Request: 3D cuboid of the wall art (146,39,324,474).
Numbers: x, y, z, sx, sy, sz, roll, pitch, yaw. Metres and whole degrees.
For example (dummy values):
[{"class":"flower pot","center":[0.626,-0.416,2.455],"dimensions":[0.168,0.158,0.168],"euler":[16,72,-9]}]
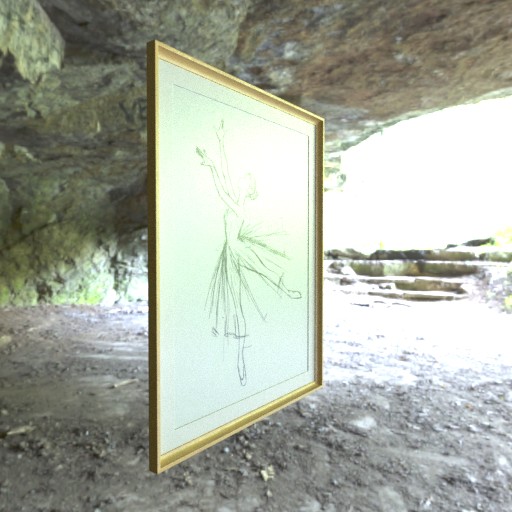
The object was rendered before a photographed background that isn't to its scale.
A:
[{"class":"wall art","center":[0.000,0.000,1.346],"dimensions":[0.030,1.002,0.798],"euler":[1,2,37]}]
